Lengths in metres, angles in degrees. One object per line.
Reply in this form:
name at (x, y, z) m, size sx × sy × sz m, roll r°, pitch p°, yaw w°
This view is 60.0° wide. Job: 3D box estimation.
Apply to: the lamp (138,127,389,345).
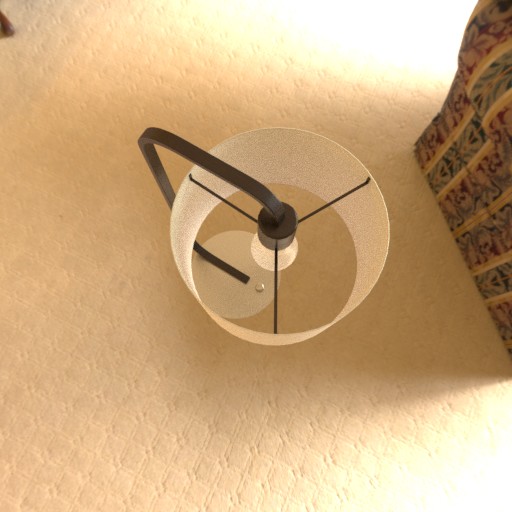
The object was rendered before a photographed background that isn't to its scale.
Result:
lamp at (0.000, 0.000, 0.640) m, size 0.288 × 0.473 × 0.230 m, roll 31°, pitch 77°, yaw 8°
